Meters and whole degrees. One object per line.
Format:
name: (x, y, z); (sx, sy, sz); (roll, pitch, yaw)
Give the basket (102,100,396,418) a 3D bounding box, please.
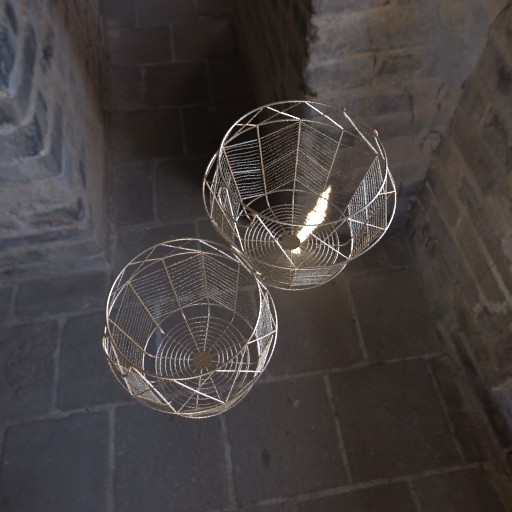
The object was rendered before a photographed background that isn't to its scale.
basket: (0.000, 0.000, 1.026); (0.451, 0.343, 0.805); (30, 63, 17)
